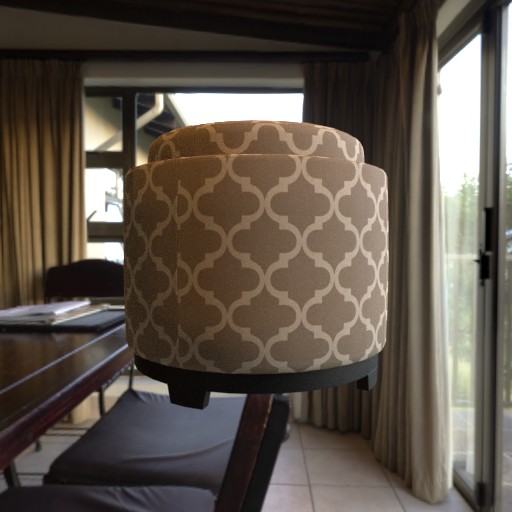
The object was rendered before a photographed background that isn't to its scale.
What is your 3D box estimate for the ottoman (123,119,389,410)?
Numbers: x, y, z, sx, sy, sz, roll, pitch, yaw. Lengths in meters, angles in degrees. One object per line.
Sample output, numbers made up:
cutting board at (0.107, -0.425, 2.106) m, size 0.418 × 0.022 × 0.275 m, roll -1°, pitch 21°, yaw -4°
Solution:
ottoman at (0.000, 0.000, 0.837) m, size 0.480 × 0.429 × 0.480 m, roll 0°, pitch 2°, yaw 0°
